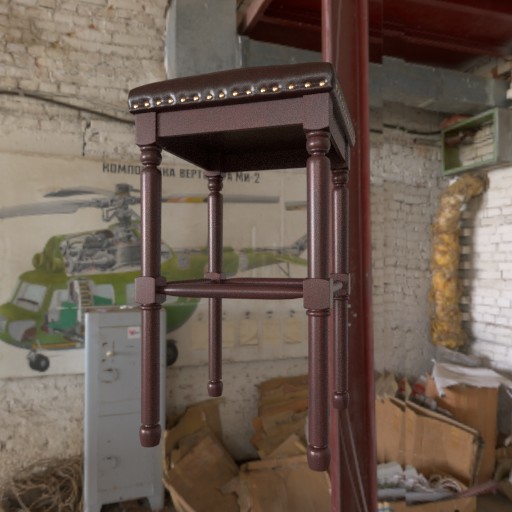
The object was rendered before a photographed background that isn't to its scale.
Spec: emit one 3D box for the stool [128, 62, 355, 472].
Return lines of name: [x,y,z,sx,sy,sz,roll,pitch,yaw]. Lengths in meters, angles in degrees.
stool: [0.000,0.000,0.933,0.382,0.702,0.383,0,-1,17]
